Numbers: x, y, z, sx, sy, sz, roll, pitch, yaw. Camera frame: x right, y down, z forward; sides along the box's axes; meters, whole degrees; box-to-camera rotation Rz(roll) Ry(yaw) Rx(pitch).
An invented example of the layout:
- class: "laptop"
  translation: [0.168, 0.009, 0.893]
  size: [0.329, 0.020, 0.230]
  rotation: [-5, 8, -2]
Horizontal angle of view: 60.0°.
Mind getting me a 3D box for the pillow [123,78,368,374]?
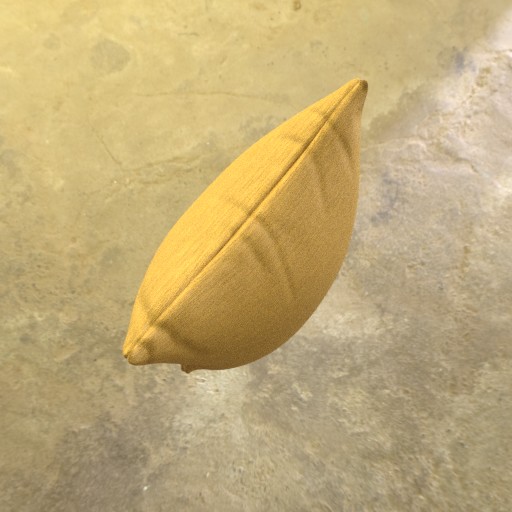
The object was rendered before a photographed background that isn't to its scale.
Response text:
- class: "pillow"
  translation: [0.000, 0.000, 0.692]
  size: [0.247, 0.417, 0.435]
  rotation: [37, 77, 10]
